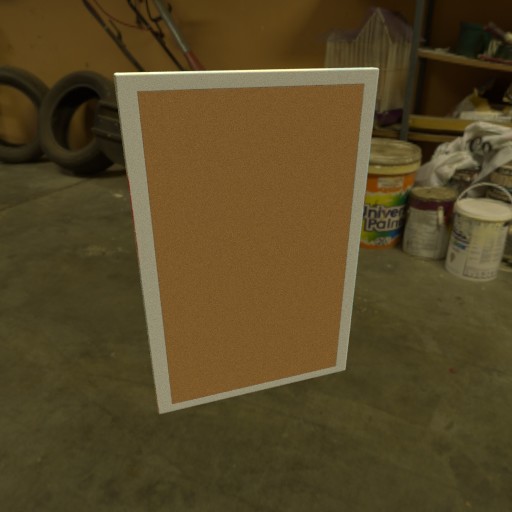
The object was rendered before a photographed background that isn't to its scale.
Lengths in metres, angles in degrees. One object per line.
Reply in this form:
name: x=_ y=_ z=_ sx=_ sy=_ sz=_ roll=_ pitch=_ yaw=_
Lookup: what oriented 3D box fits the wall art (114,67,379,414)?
wall art: x=0.000 y=0.000 z=1.181 sx=0.605 sy=0.915 sz=0.037 roll=-8 pitch=27 yaw=-16
